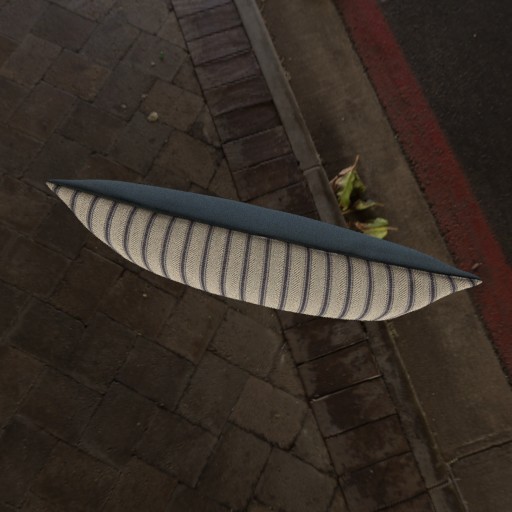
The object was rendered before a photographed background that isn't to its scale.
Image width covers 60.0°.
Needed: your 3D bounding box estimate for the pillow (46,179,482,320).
[{"bbox_3d":[0.000,0.000,0.740,0.609,0.305,0.151,13,75,4],"label":"pillow"}]
